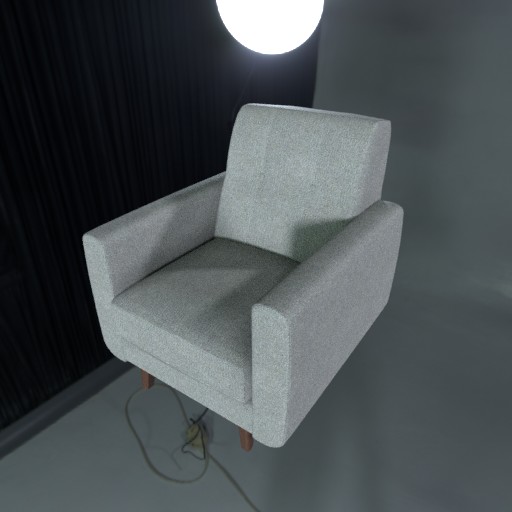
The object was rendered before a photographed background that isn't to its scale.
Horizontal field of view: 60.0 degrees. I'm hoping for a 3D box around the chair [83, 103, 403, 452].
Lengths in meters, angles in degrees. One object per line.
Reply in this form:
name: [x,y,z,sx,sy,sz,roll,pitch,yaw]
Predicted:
chair: [0.000,0.000,1.682,0.845,0.968,0.942,19,34,30]
